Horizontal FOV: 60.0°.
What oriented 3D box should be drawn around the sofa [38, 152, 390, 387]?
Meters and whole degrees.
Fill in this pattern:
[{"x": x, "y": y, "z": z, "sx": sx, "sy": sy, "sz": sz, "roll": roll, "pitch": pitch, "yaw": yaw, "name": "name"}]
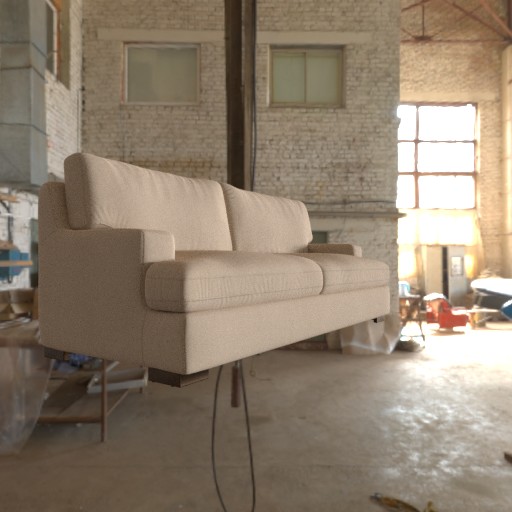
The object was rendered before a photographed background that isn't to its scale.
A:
[{"x": 0.000, "y": 0.000, "z": 2.591, "sx": 0.929, "sy": 0.925, "sz": 2.147, "roll": 0, "pitch": -1, "yaw": 35, "name": "sofa"}]
